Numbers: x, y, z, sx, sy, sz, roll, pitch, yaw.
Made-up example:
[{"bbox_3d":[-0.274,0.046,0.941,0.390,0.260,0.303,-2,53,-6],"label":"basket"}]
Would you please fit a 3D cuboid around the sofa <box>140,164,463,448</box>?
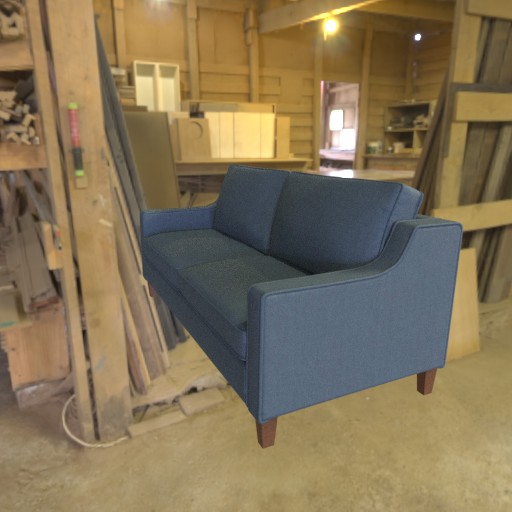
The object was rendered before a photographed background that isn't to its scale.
[{"bbox_3d":[0.000,0.000,2.837,1.066,1.071,2.178,-7,17,-25],"label":"sofa"}]
